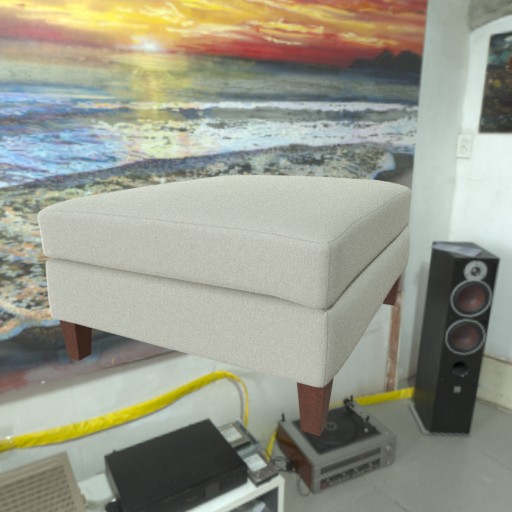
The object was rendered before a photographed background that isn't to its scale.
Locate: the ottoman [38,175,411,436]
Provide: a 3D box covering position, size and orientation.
[{"bbox_3d":[0.000,0.000,1.443,0.836,0.492,0.976,8,17,26],"label":"ottoman"}]
